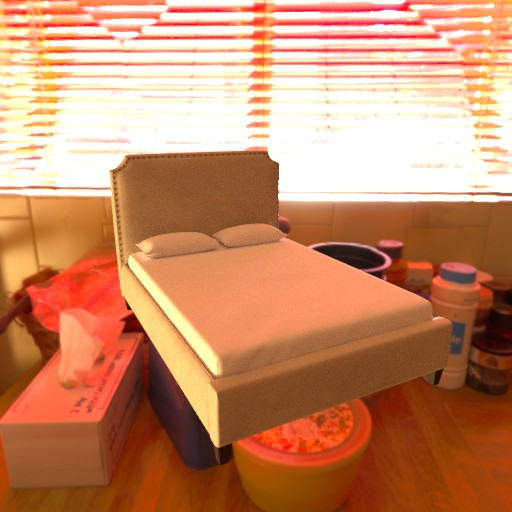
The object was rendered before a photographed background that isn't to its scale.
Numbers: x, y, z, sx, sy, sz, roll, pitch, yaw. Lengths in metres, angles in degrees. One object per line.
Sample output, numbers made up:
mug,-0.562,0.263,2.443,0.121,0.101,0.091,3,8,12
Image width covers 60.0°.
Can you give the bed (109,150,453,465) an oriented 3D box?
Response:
bed,0.000,0.000,3.443,1.712,1.443,2.372,-9,19,-26
